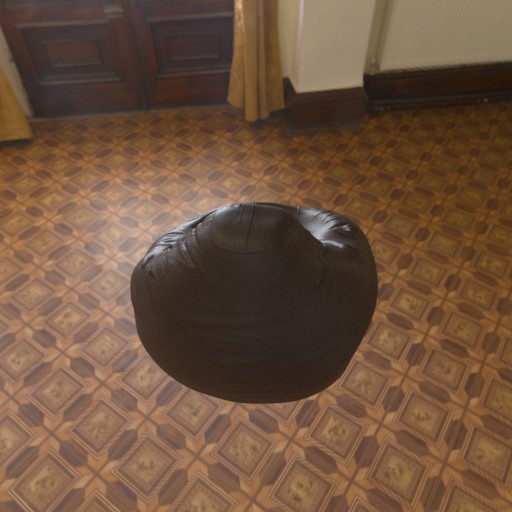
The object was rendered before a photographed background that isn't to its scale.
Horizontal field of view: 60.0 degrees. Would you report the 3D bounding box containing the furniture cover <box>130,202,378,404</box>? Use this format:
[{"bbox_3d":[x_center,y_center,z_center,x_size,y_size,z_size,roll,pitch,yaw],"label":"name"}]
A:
[{"bbox_3d":[0.000,0.000,1.927,1.070,0.990,1.070,2,47,2],"label":"furniture cover"}]
